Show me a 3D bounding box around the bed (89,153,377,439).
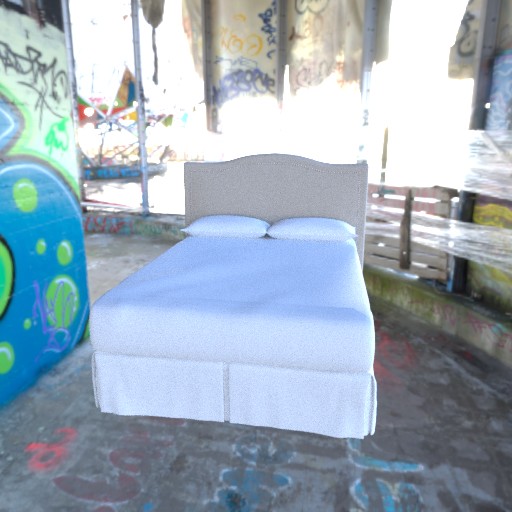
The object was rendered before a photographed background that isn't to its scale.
[{"bbox_3d":[0.000,0.000,3.209,1.678,1.398,2.052,2,15,9],"label":"bed"}]
